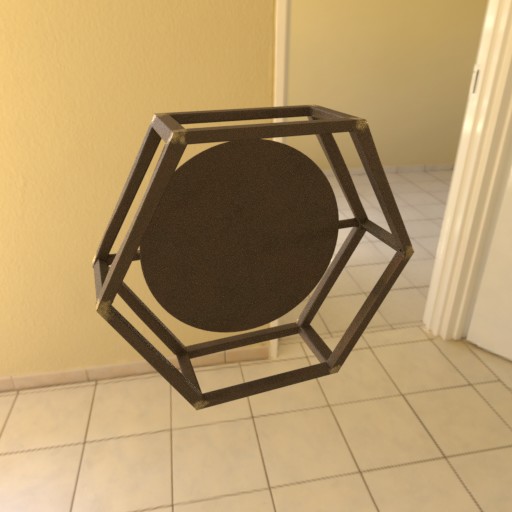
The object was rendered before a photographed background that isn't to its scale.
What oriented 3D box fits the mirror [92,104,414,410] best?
[{"bbox_3d":[0.000,0.000,0.547,0.380,0.334,0.119,-9,28,-18],"label":"mirror"}]
